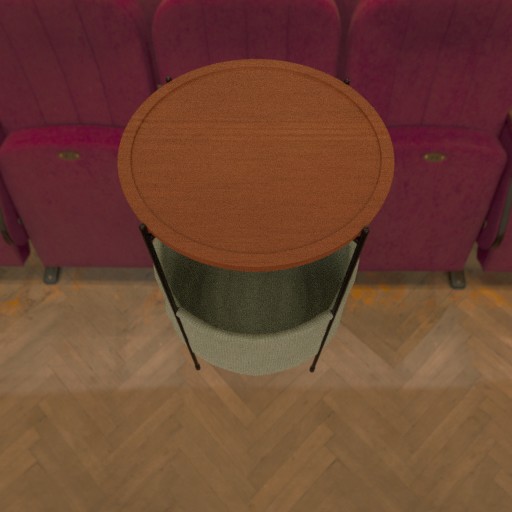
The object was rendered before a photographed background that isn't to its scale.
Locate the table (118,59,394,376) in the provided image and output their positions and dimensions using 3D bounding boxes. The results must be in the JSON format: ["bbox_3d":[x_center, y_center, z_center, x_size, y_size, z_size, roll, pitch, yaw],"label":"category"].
[{"bbox_3d":[0.000,0.000,0.891,0.400,0.623,0.400,1,60,1],"label":"table"}]
